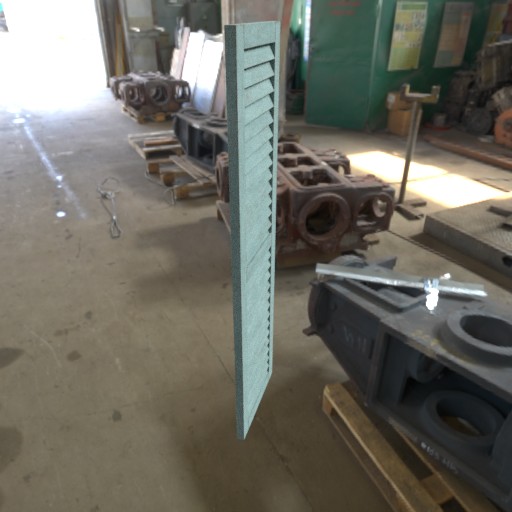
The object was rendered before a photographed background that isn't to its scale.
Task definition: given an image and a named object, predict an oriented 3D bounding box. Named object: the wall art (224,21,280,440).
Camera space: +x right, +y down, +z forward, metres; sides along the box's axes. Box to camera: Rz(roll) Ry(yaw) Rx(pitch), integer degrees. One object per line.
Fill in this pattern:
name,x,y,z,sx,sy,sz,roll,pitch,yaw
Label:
wall art,0.000,0.000,1.308,0.025,1.219,0.329,9,31,16
